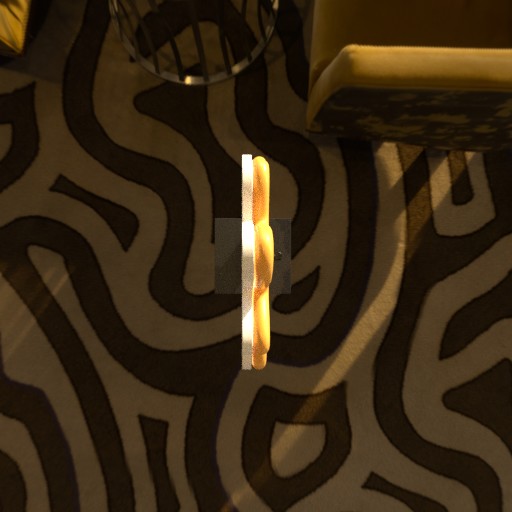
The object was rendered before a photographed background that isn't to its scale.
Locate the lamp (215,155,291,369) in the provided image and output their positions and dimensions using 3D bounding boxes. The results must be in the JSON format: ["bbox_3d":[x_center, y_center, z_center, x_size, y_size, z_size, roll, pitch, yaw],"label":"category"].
[{"bbox_3d":[0.000,0.000,0.394,0.088,0.317,0.167,0,90,-2],"label":"lamp"}]
